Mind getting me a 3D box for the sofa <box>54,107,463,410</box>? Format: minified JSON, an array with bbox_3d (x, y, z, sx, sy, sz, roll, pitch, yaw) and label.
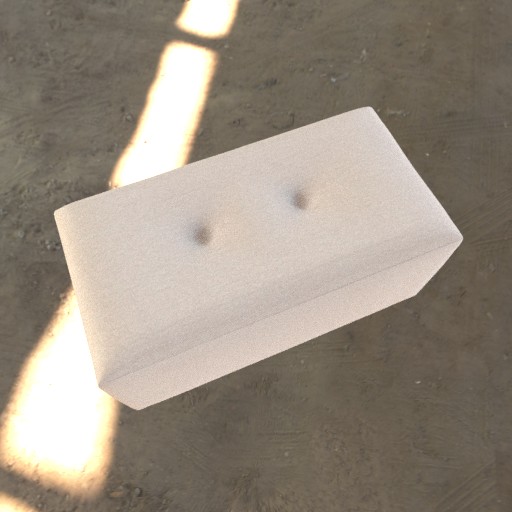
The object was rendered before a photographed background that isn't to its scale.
[{"bbox_3d":[0.000,0.000,1.242,0.930,0.470,0.480,-21,66,-10],"label":"sofa"}]
